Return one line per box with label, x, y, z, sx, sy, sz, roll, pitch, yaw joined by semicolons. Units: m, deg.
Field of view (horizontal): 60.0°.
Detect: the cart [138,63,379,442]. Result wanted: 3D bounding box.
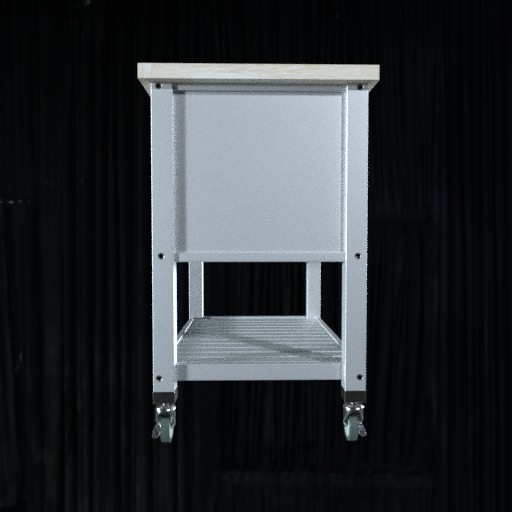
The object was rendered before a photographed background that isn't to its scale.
cart;0.000;0.000;1.420;0.559;0.914;0.762;0;2;-1
